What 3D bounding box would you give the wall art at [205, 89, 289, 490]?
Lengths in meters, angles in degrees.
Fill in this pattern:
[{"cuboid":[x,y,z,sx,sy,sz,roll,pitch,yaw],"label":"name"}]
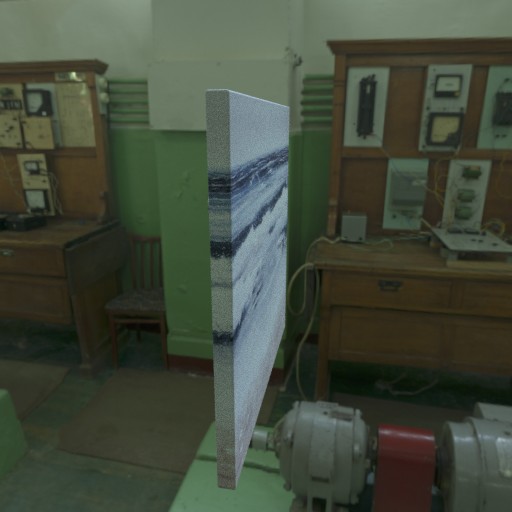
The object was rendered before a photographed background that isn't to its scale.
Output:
[{"cuboid":[0.000,0.000,1.132,0.065,0.747,0.755,3,17,11],"label":"wall art"}]
